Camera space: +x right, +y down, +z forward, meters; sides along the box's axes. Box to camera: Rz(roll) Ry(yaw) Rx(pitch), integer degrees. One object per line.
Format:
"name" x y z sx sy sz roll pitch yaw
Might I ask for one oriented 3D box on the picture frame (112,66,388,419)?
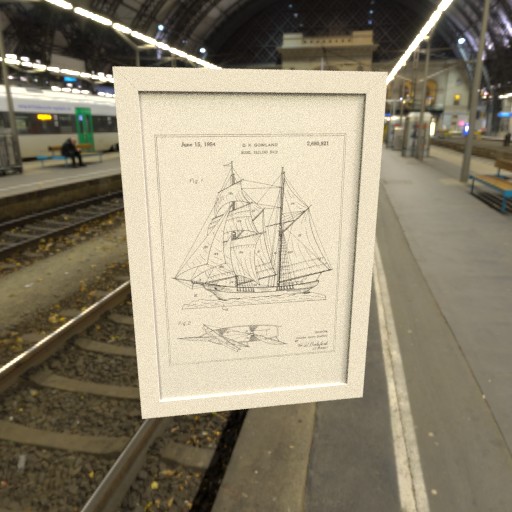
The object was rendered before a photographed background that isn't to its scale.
"picture frame" 0.000 0.000 0.589 0.326 0.459 0.011 -3 16 -9
